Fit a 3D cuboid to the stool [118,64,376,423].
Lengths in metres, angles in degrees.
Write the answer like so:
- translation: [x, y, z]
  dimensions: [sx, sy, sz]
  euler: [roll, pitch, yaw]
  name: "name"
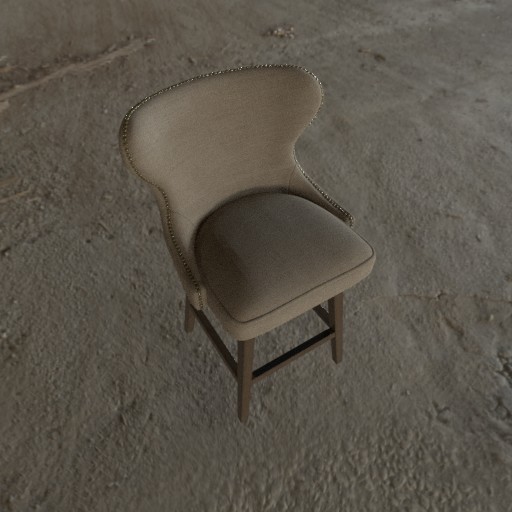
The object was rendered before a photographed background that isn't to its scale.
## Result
- translation: [0.000, 0.000, 1.421]
  dimensions: [0.615, 0.972, 0.597]
  euler: [-25, 52, -21]
  name: "stool"
